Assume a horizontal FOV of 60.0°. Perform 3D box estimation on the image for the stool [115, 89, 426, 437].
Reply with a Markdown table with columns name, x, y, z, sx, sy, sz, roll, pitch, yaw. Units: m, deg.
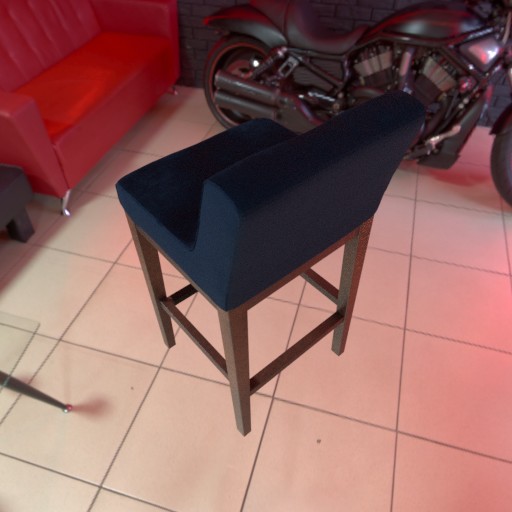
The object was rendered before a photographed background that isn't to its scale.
| name | x | y | z | sx | sy | sz | roll | pitch | yaw |
| --- | --- | --- | --- | --- | --- | --- | --- | --- | --- |
| stool | 0.000 | 0.000 | 1.232 | 0.511 | 0.945 | 0.516 | -32 | 53 | -27 |
